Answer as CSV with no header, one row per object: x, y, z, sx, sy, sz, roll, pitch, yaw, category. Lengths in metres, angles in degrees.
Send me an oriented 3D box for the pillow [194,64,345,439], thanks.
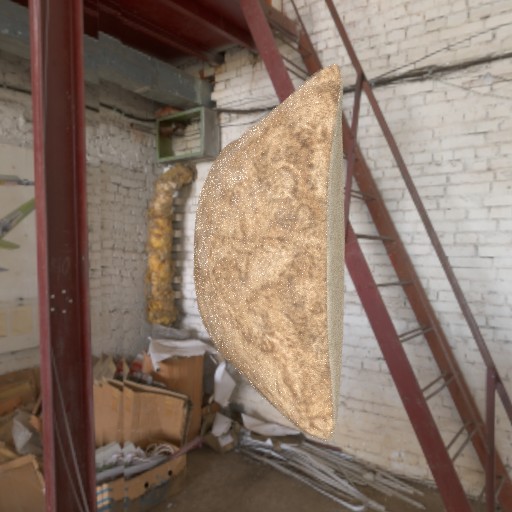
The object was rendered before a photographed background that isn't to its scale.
0.000,0.000,0.820,0.216,0.525,0.538,0,2,-18,pillow
